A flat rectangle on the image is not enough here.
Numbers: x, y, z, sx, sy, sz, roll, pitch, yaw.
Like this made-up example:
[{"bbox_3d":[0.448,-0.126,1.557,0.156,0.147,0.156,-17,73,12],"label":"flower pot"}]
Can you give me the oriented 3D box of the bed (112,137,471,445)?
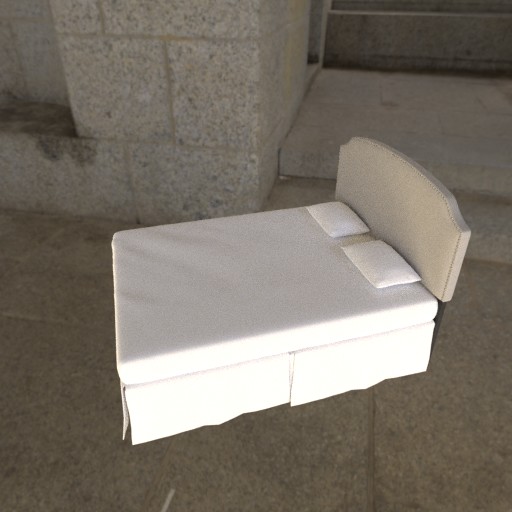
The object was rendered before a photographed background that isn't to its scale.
[{"bbox_3d":[0.000,0.000,3.014,1.999,1.270,1.558,-9,33,-14],"label":"bed"}]
